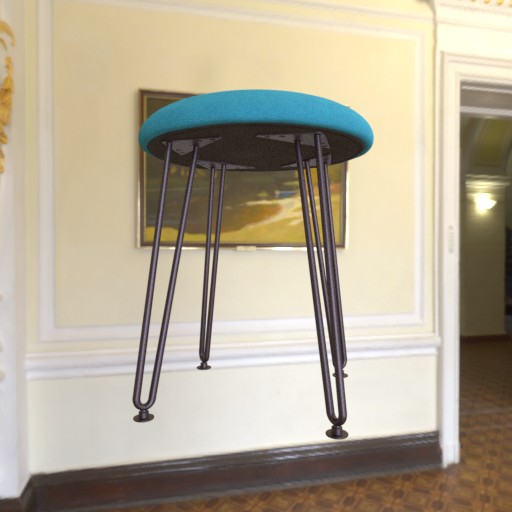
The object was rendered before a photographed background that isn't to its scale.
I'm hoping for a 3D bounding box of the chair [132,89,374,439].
[{"bbox_3d":[0.000,0.000,0.685,0.350,0.430,0.350,0,1,0],"label":"chair"}]
